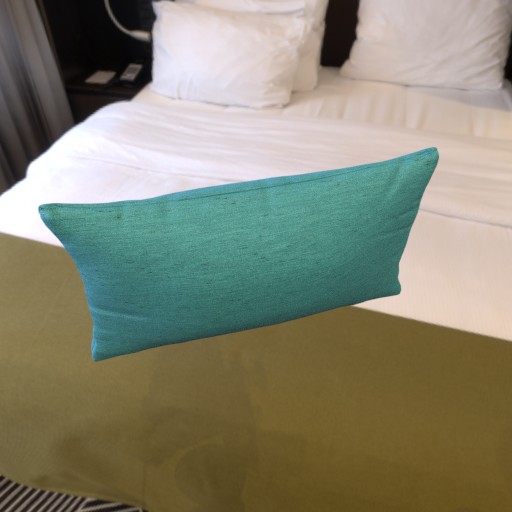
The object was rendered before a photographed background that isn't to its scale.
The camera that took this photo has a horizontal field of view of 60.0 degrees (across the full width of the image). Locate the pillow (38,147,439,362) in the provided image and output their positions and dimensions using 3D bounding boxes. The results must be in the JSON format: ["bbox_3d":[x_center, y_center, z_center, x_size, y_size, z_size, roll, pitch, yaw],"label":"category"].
[{"bbox_3d":[0.000,0.000,0.785,0.633,0.338,0.210,-11,42,-12],"label":"pillow"}]
